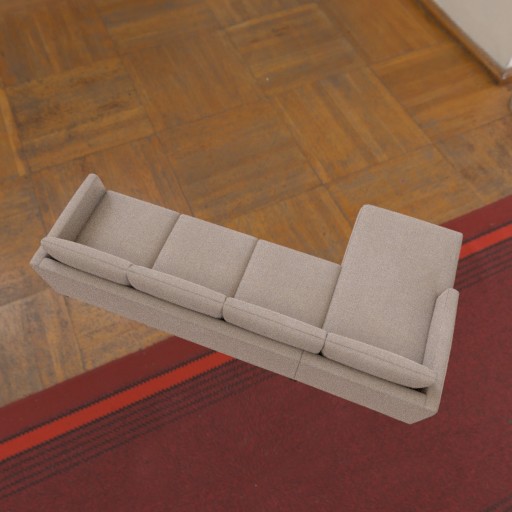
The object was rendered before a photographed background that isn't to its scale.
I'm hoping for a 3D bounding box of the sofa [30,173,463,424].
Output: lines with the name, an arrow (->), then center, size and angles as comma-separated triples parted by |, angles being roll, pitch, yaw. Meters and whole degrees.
sofa -> 0.000, 0.000, 3.388 | 2.923, 0.816, 1.469 | 18, 64, 9
